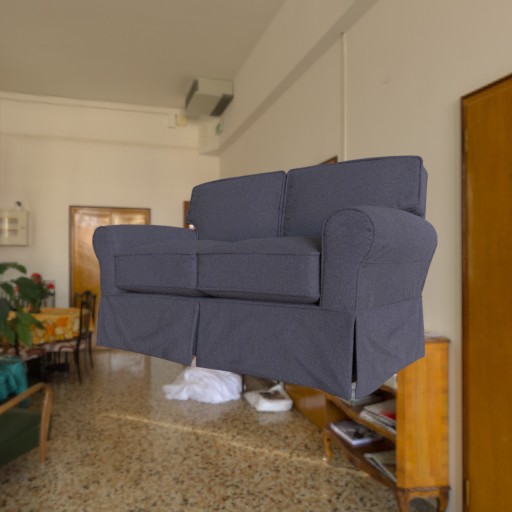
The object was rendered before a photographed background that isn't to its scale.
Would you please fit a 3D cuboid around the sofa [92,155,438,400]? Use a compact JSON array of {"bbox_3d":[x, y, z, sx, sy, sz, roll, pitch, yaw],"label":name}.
[{"bbox_3d":[0.000,0.000,2.472,1.801,1.059,0.997,0,0,37],"label":"sofa"}]
